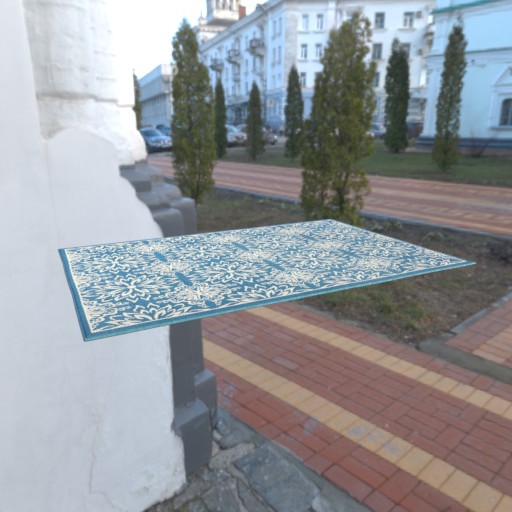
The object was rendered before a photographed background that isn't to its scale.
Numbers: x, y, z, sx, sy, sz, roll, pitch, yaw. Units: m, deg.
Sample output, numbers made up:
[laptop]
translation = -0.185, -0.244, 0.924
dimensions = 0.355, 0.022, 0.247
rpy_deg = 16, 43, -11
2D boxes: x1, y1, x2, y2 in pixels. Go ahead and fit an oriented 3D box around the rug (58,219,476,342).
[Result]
[rug]
translation = 0.000, 0.000, 3.502
dimensions = 2.769, 0.018, 1.830
rpy_deg = -8, 18, -26
